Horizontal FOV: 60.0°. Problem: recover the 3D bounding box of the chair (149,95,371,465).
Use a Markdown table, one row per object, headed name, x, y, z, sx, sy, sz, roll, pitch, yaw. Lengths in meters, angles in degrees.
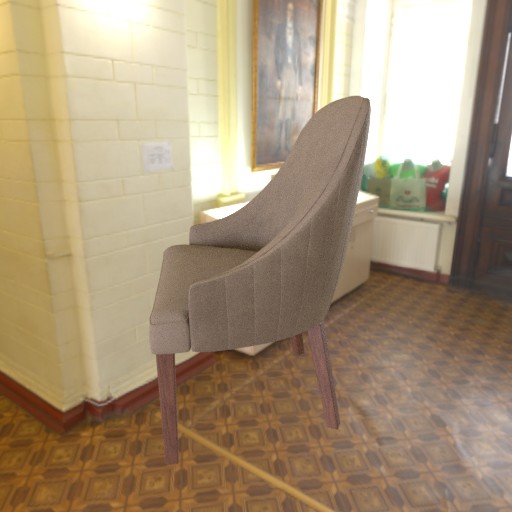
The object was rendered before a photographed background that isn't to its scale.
| name | x | y | z | sx | sy | sz | roll | pitch | yaw |
| --- | --- | --- | --- | --- | --- | --- | --- | --- | --- |
| chair | 0.000 | 0.000 | 1.301 | 0.575 | 0.889 | 0.643 | -2 | 16 | -8 |
